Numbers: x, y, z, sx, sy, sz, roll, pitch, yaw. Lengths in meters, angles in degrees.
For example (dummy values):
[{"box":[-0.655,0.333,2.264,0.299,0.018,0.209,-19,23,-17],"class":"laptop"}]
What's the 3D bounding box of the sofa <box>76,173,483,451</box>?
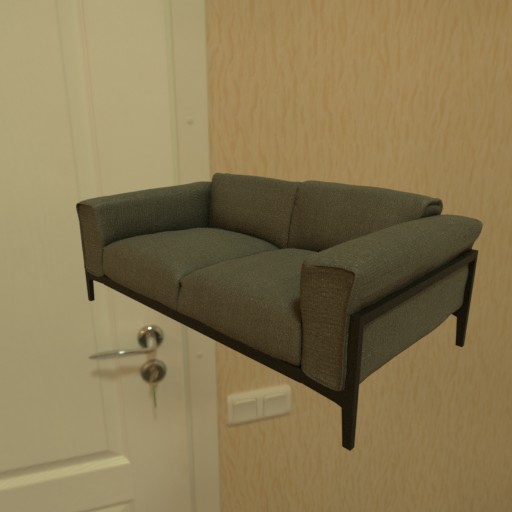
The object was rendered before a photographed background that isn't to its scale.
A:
[{"box":[0.000,0.000,2.096,1.690,0.656,0.960,16,23,42],"class":"sofa"}]
